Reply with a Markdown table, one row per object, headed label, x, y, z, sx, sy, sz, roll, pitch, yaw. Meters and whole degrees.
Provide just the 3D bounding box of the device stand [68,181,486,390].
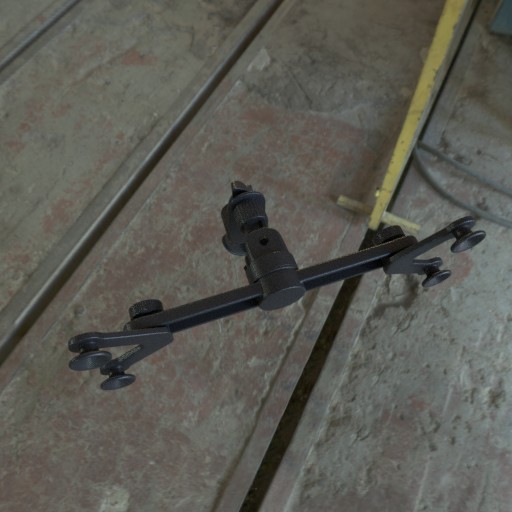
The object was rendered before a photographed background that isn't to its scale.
| label | x | y | z | sx | sy | sz | roll | pitch | yaw |
| --- | --- | --- | --- | --- | --- | --- | --- | --- | --- |
| device stand | 0.000 | 0.000 | 0.366 | 0.270 | 0.166 | 0.142 | -17 | 64 | -8 |
